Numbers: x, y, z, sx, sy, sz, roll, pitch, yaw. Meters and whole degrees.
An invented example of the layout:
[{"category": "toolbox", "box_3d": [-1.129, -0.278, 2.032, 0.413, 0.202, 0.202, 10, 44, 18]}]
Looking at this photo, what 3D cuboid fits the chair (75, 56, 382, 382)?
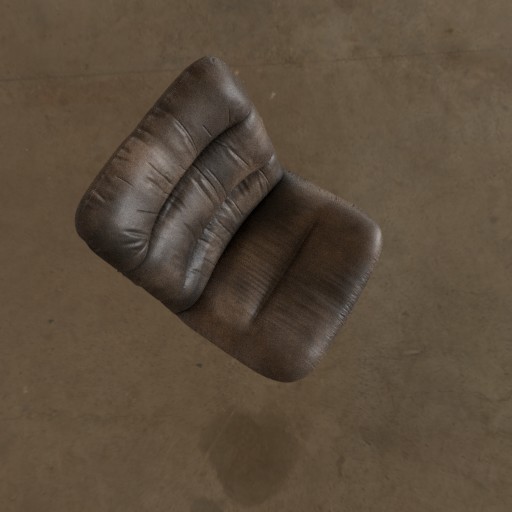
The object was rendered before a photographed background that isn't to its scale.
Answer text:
[{"category": "chair", "box_3d": [0.000, 0.000, 1.275, 0.622, 0.870, 0.549, 31, 77, 8]}]
